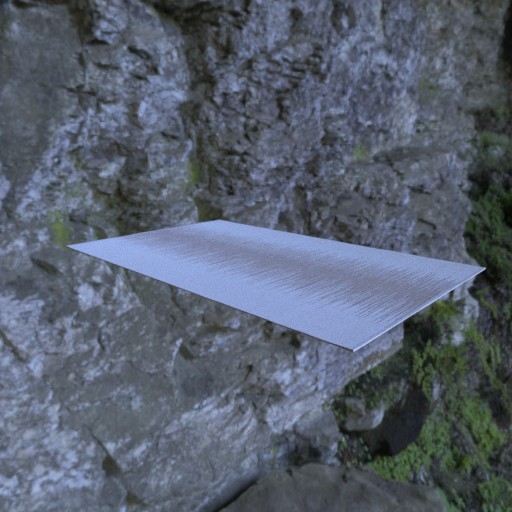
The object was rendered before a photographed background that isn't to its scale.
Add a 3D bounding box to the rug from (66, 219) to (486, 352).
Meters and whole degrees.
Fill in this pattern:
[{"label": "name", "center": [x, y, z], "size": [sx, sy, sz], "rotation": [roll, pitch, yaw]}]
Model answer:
[{"label": "rug", "center": [0.000, 0.000, 2.988], "size": [2.440, 0.012, 1.522], "rotation": [14, 20, 42]}]
